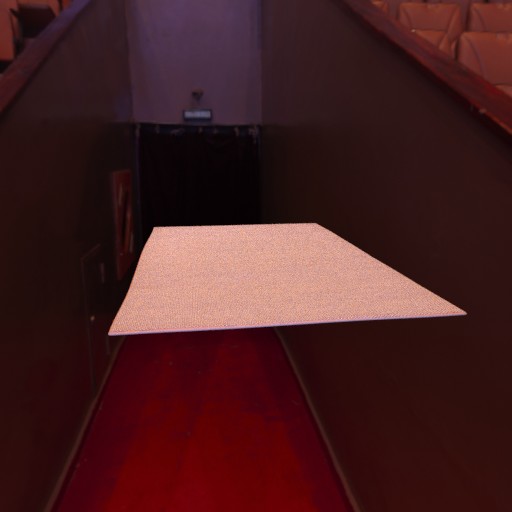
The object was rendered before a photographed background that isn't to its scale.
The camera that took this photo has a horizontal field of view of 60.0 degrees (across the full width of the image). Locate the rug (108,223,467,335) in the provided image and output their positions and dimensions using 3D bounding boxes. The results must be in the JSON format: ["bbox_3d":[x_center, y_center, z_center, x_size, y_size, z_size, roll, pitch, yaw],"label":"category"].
[{"bbox_3d":[0.000,0.000,2.090,1.078,0.013,1.678,-2,14,-8],"label":"rug"}]
